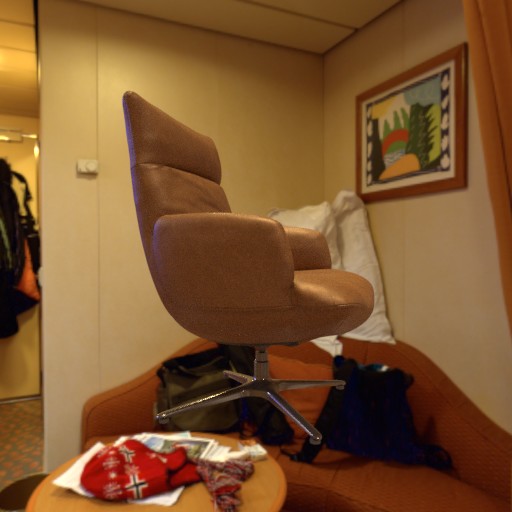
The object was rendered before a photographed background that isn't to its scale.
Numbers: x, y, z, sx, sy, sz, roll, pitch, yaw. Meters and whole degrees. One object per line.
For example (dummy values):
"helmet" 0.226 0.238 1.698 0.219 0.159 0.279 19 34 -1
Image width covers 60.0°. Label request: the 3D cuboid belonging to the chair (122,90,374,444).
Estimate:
"chair" 0.000 0.000 1.550 0.794 1.027 0.711 0 0 18
